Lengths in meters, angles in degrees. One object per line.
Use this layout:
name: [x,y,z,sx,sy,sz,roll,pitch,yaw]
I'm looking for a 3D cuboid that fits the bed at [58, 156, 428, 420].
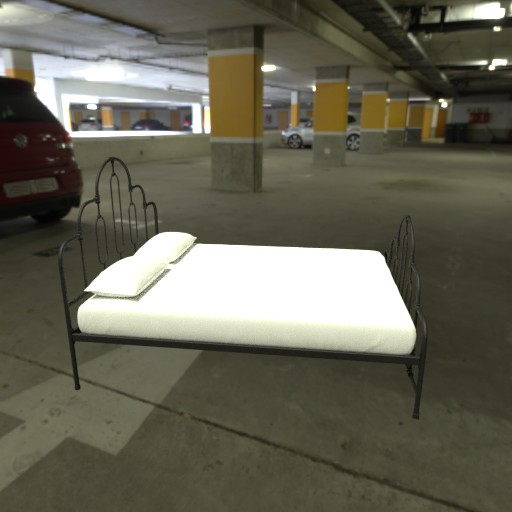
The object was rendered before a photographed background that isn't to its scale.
bed: [0.000,0.000,3.304,2.163,1.429,1.640,2,17,8]
